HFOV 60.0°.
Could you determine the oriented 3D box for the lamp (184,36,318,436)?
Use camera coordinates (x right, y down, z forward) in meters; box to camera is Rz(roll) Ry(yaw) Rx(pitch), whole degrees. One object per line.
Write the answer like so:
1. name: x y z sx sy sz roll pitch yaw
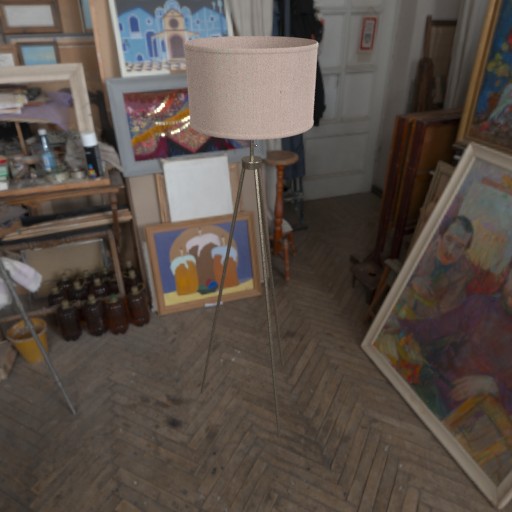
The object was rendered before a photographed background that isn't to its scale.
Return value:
1. lamp: 0.000 0.000 1.764 0.449 1.545 0.460 19 35 28
